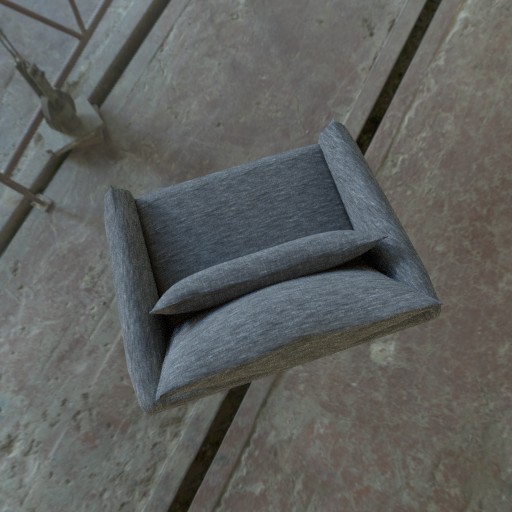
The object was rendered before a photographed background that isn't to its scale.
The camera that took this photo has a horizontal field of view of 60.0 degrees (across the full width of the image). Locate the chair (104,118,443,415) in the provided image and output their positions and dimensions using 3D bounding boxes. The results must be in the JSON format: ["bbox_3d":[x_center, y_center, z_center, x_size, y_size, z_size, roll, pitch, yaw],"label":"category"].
[{"bbox_3d":[0.000,0.000,1.598,1.004,0.842,0.805,-18,77,-4],"label":"chair"}]
